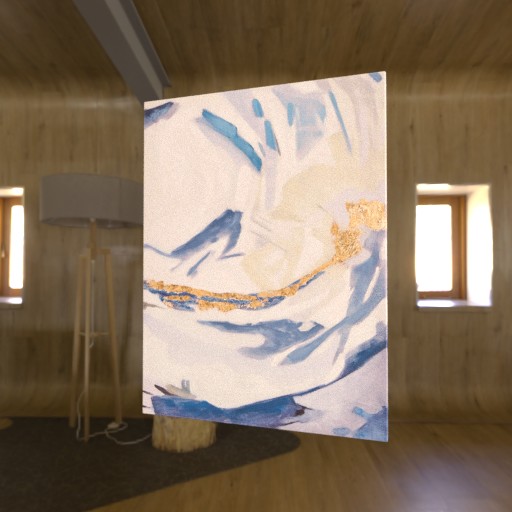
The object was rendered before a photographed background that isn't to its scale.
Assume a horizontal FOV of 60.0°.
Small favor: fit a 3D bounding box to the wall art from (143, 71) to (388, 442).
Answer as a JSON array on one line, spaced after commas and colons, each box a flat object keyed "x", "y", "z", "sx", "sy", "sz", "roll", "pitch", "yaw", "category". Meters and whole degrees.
[{"x": 0.000, "y": 0.000, "z": 1.344, "sx": 0.761, "sy": 1.015, "sz": 0.038, "roll": 0, "pitch": -1, "yaw": 18, "category": "wall art"}]
